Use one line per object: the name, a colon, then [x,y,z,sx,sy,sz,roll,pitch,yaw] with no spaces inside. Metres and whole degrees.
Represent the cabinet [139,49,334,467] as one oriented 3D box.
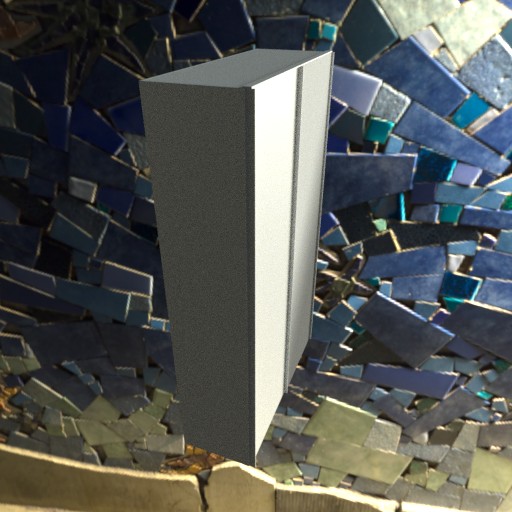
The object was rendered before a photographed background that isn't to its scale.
cabinet: [0.000,0.000,2.674,0.480,2.160,1.250,11,32,18]
